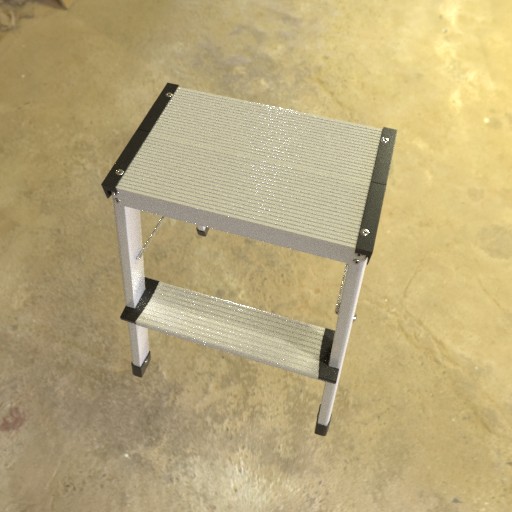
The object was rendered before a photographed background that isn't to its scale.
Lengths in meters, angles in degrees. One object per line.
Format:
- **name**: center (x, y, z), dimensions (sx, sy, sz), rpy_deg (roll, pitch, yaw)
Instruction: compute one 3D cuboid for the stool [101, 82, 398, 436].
- **stool**: center (0.000, 0.000, 0.766), dimensions (0.404, 0.480, 0.405), rpy_deg (15, 59, 9)
